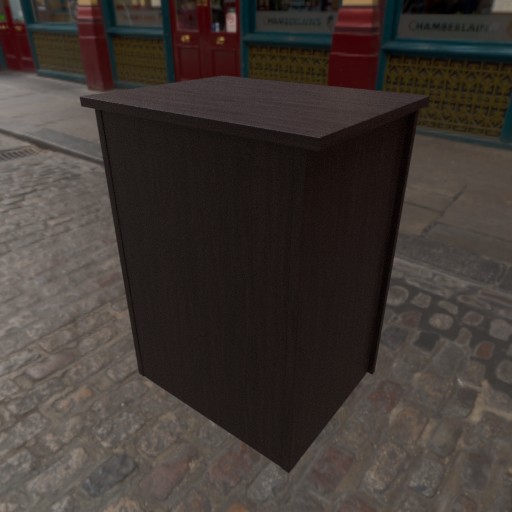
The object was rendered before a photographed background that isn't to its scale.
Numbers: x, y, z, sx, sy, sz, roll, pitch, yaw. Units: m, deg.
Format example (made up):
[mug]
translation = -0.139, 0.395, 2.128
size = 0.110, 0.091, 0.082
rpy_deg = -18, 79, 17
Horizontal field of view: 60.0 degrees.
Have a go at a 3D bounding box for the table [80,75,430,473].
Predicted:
[table]
translation = 0.000, 0.000, 0.924
size = 0.480, 0.635, 0.381
rpy_deg = 20, 34, 32
